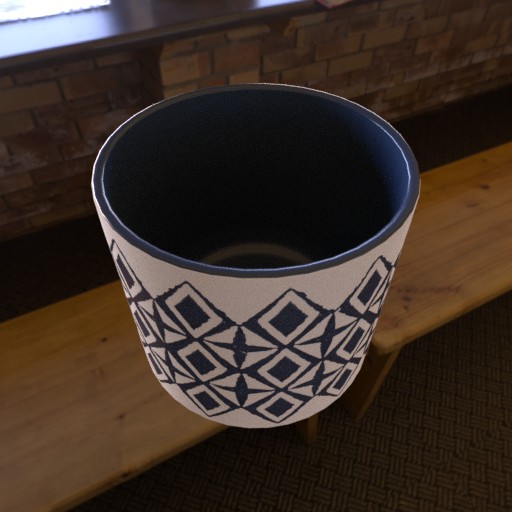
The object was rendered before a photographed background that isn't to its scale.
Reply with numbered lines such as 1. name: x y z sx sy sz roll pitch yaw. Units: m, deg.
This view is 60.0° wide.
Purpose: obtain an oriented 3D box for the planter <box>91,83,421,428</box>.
1. planter: 0.000 0.000 0.309 0.182 0.165 0.182 0 47 0
